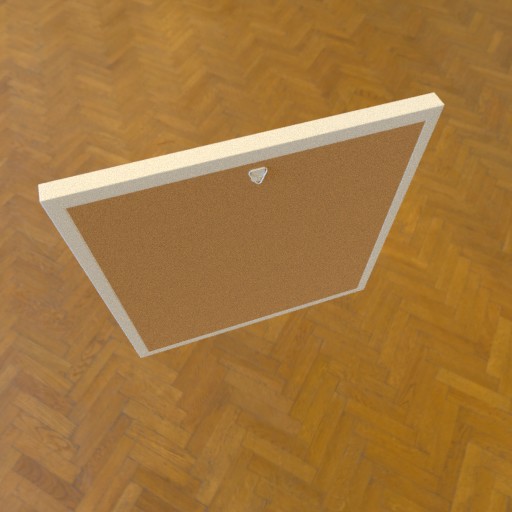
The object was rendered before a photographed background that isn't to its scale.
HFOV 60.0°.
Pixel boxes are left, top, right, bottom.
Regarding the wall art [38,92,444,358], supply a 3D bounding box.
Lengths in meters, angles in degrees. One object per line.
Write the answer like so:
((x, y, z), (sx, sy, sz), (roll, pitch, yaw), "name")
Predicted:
((0.000, 0.000, 1.123), (0.761, 0.762, 0.050), (-16, 59, -10), "wall art")
